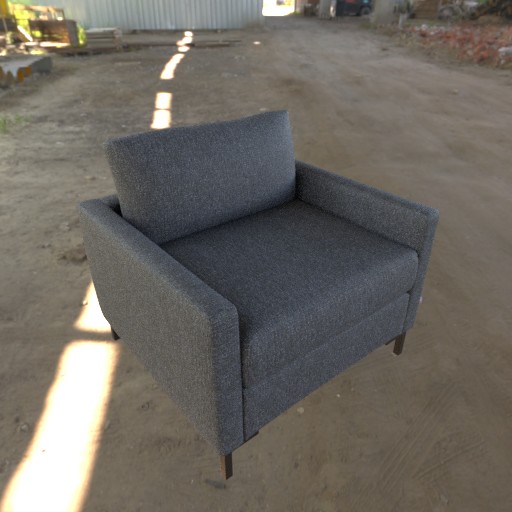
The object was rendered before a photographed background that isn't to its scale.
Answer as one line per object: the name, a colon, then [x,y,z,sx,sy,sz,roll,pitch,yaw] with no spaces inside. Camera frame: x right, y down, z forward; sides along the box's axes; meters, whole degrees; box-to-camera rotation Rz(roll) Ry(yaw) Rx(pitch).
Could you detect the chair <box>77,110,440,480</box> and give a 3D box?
chair: [0.000,0.000,1.606,0.963,0.861,0.866,-22,37,-33]
